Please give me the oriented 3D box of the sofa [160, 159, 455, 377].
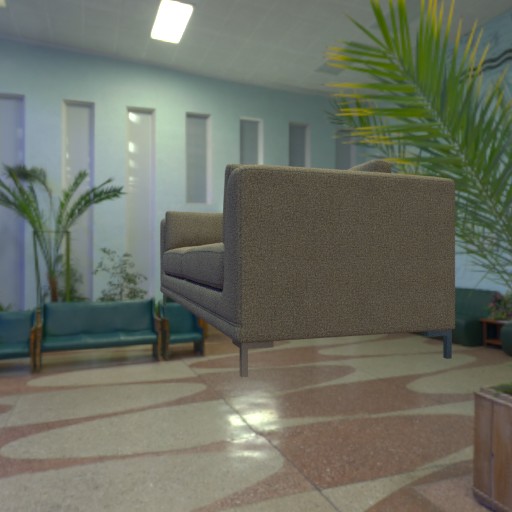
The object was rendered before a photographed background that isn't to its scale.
[{"bbox_3d":[0.000,0.000,2.848,0.969,0.867,2.415,0,0,-18],"label":"sofa"}]
